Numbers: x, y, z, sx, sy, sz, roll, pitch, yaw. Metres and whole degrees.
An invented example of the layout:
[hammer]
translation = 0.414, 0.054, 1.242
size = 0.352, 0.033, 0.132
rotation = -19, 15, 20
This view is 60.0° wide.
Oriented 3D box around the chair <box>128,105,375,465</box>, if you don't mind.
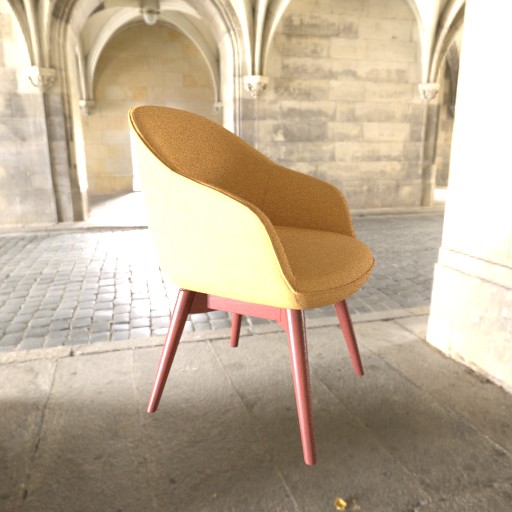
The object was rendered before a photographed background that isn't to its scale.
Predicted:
[chair]
translation = 0.000, 0.000, 1.242
size = 0.635, 0.823, 0.596
rotation = 7, 15, 26
